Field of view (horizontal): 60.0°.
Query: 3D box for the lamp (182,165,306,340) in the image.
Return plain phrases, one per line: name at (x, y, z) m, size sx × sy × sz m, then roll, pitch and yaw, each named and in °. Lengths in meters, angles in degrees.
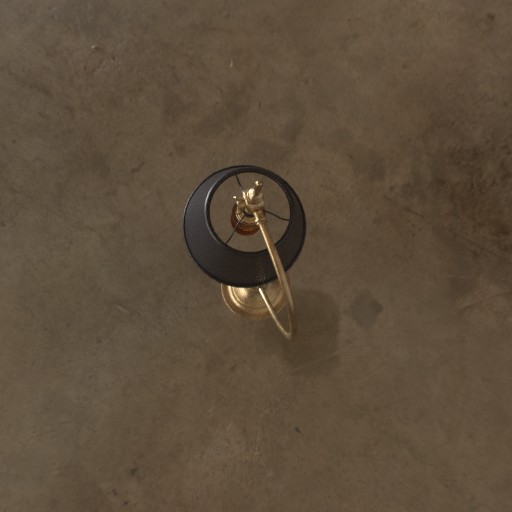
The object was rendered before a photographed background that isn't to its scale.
lamp at (0.000, 0.000, 0.839) m, size 0.235 × 0.675 × 0.344 m, roll -20°, pitch 75°, yaw -6°
